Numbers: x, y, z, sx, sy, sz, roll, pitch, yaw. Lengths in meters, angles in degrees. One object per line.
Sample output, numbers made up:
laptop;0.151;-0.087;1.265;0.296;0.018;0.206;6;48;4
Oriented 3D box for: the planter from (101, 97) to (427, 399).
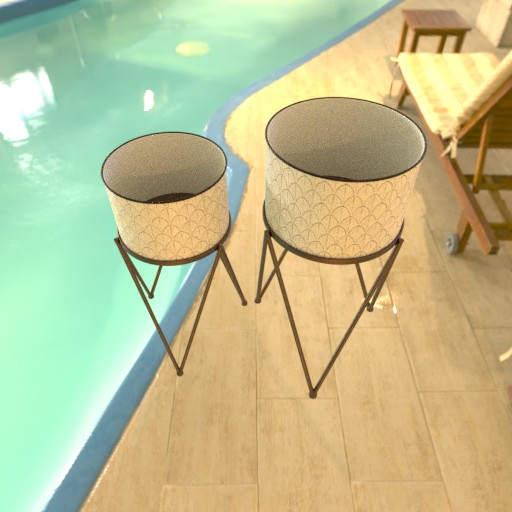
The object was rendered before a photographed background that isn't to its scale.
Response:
planter;0.000;0.000;1.169;0.769;0.712;0.413;4;46;4
